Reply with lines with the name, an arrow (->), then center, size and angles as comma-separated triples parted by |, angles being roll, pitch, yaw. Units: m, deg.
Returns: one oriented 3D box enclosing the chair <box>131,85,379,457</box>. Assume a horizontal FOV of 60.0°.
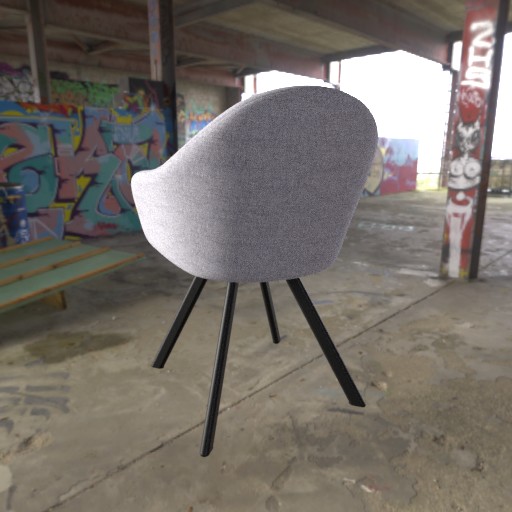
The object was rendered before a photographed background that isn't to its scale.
chair -> 0.000, 0.000, 1.157 | 0.540, 0.780, 0.570 | -7, 15, -25
